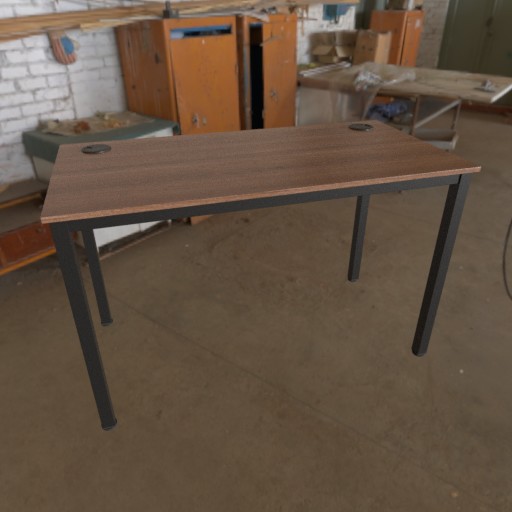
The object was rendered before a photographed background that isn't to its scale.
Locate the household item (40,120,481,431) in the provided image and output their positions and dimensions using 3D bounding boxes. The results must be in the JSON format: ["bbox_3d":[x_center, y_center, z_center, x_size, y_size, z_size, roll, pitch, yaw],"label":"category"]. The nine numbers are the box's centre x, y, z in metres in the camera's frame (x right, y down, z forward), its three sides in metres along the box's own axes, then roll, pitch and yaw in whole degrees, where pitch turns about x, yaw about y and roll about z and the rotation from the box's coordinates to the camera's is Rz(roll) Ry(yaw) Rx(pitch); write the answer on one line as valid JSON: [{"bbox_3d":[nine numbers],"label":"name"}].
[{"bbox_3d":[0.000,0.000,1.584,1.200,0.750,0.600,-9,31,-15],"label":"household item"}]
